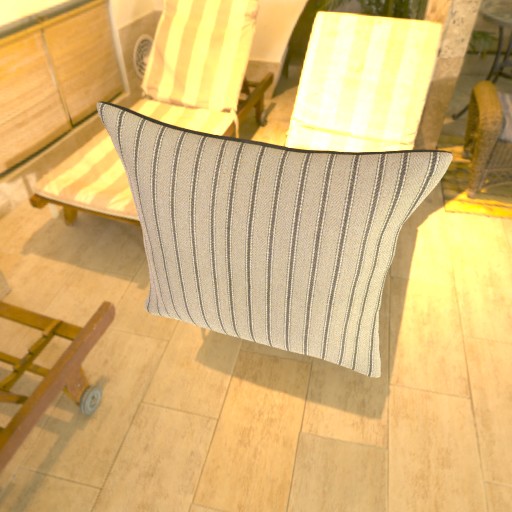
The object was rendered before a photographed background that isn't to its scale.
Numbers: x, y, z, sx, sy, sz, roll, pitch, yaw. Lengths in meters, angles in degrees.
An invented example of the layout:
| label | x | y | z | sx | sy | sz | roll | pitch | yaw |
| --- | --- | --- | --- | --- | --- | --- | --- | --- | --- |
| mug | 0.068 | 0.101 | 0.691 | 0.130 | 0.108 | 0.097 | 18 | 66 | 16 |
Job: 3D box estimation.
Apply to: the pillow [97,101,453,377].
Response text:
| label | x | y | z | sx | sy | sz | roll | pitch | yaw |
| --- | --- | --- | --- | --- | --- | --- | --- | --- | --- |
| pillow | 0.000 | 0.000 | 0.694 | 0.468 | 0.444 | 0.138 | 13 | 45 | 14 |
